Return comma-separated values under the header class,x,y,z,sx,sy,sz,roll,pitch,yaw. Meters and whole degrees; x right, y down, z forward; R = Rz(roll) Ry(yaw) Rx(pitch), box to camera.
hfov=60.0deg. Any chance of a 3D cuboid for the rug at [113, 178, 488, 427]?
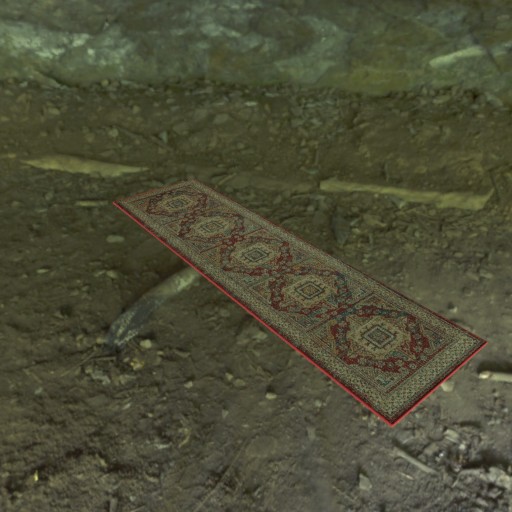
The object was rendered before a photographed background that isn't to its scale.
class,x,y,z,sx,sy,sz,roll,pitch,yaw
rug,0.000,0.000,2.444,0.659,0.015,2.292,-23,39,-32
